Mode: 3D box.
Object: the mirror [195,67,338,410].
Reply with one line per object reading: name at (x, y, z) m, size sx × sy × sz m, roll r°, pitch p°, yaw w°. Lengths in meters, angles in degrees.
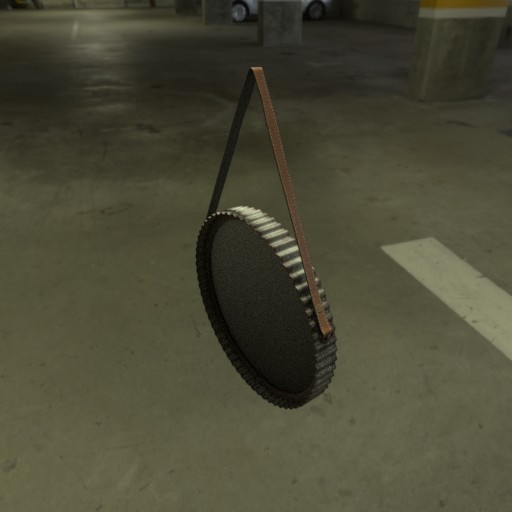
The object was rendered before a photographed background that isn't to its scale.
mirror at (0.000, 0.000, 0.716) m, size 0.042 × 0.568 × 0.355 m, roll -21°, pitch 37°, yaw -30°
